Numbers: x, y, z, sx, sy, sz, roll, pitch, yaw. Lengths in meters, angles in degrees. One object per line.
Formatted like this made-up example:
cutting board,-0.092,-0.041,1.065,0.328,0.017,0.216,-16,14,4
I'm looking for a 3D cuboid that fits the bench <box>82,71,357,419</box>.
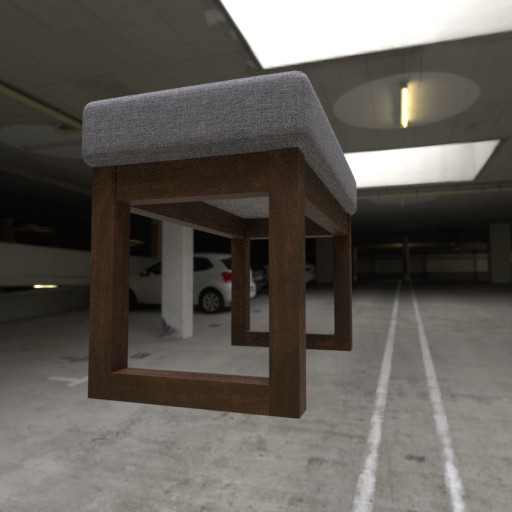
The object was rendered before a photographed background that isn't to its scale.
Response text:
bench,0.000,0.000,0.946,0.366,0.467,0.681,-1,-4,18
